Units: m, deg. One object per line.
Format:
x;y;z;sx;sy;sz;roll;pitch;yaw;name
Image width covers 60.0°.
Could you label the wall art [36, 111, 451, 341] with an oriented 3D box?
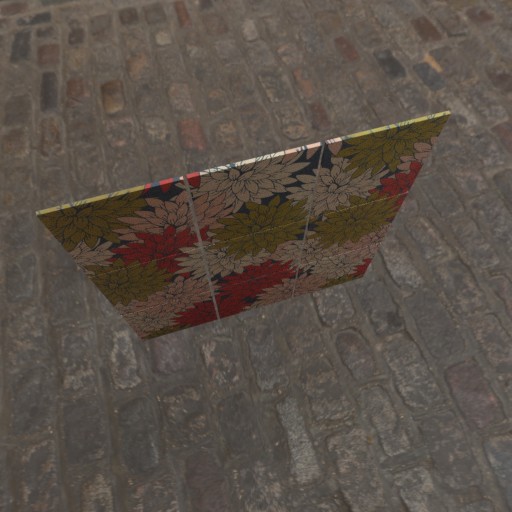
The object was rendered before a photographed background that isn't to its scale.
0.000;0.000;1.785;1.206;1.218;0.013;-15;65;-7;wall art
